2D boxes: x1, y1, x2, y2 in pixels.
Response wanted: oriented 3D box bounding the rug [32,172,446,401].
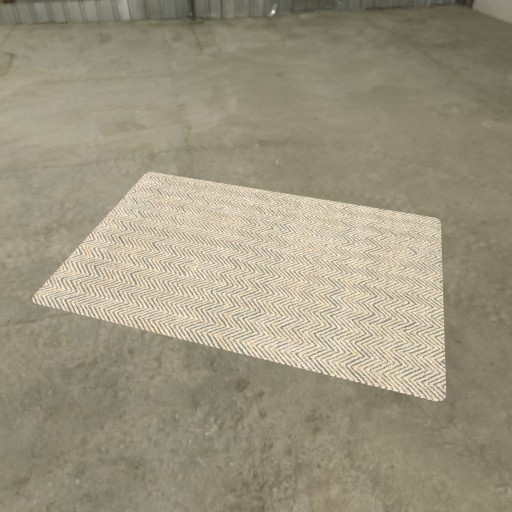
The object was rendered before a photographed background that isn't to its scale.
[{"bbox_3d":[0.000,0.000,2.179,1.752,0.008,1.144,11,43,12],"label":"rug"}]
